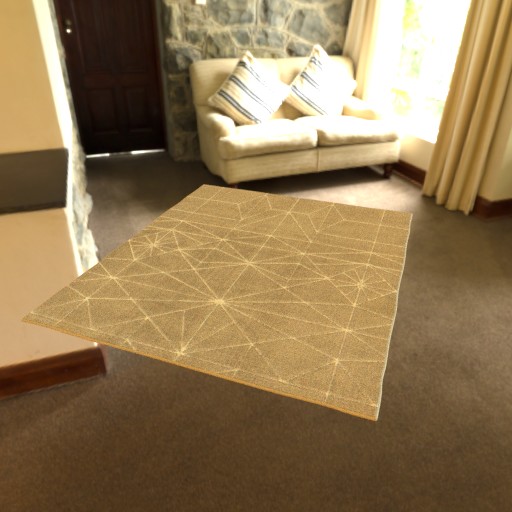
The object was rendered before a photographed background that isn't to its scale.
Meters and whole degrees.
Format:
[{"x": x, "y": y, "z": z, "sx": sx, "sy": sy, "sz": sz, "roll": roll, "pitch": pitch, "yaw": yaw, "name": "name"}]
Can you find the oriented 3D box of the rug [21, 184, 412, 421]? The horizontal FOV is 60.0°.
[{"x": 0.000, "y": 0.000, "z": 0.867, "sx": 0.548, "sy": 0.006, "sz": 0.639, "roll": 11, "pitch": 31, "yaw": 18, "name": "rug"}]
